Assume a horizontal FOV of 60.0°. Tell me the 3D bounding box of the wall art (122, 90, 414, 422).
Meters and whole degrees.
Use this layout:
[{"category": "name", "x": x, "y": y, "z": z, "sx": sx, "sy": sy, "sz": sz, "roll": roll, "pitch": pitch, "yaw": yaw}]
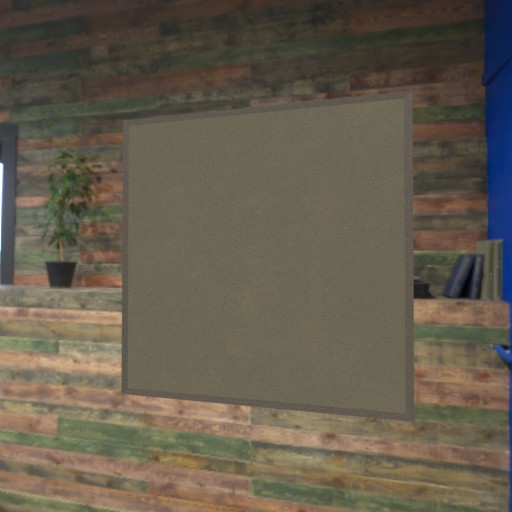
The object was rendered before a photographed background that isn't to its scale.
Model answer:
[{"category": "wall art", "x": 0.000, "y": 0.000, "z": 1.139, "sx": 0.761, "sy": 0.758, "sz": 0.038, "roll": 0, "pitch": -1, "yaw": 16}]
